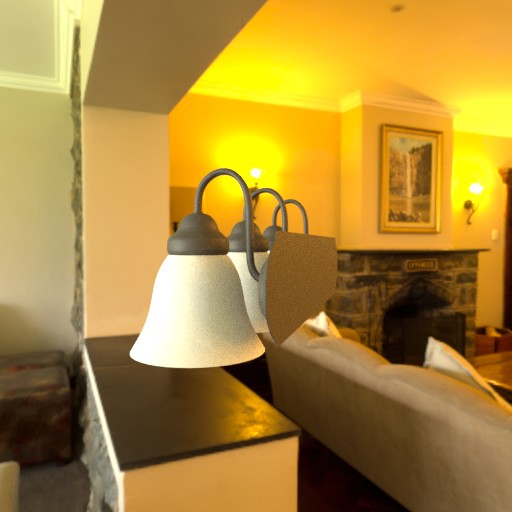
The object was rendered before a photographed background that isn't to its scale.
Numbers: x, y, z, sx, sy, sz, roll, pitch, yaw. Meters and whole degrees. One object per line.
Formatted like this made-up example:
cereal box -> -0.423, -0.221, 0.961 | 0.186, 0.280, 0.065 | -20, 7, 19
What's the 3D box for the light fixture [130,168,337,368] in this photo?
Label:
light fixture -> 0.000, 0.000, 0.726 | 0.199, 0.222, 0.610 | 0, 2, 16
